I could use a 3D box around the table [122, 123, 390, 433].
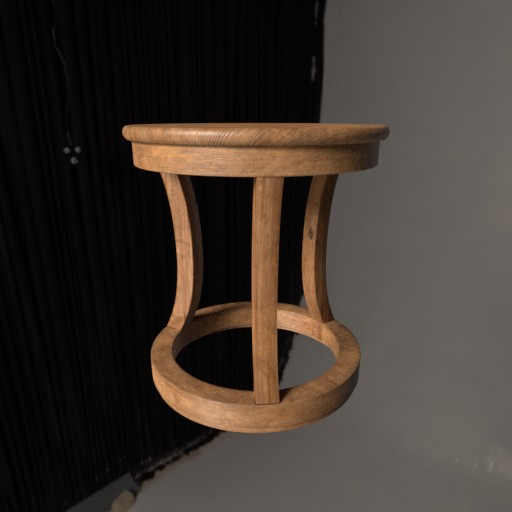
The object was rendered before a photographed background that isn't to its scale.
[{"bbox_3d":[0.000,0.000,0.811,0.432,0.460,0.432,0,17,0],"label":"table"}]
